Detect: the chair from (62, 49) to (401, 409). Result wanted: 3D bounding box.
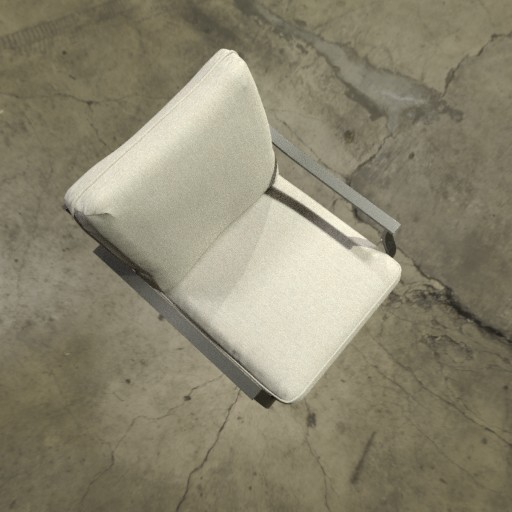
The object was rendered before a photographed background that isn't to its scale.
[{"bbox_3d":[0.000,0.000,1.399,0.787,0.860,0.650,41,79,10],"label":"chair"}]
